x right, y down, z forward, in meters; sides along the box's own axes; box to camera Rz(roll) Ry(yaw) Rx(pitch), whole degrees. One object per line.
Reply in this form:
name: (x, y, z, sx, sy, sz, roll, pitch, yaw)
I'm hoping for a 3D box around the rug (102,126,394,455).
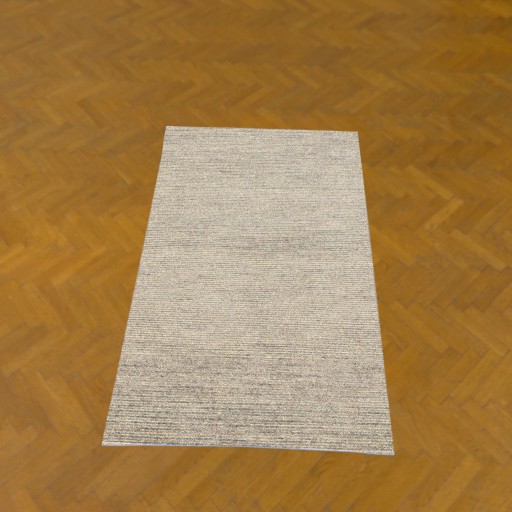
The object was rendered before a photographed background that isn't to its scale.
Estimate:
rug: (0.000, 0.000, 2.214, 1.162, 0.022, 1.804, 2, 59, 1)
